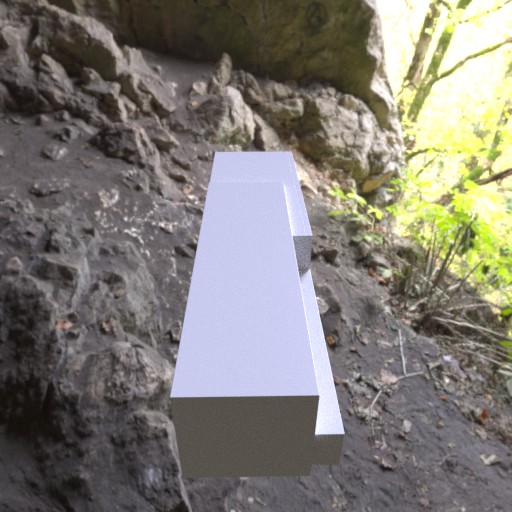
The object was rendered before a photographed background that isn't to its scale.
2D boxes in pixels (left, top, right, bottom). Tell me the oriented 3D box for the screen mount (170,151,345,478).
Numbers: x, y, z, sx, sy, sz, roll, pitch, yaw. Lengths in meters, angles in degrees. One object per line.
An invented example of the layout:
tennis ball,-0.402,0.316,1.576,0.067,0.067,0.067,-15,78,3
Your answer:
screen mount,0.000,0.000,1.801,0.420,0.320,1.680,-1,33,-1
